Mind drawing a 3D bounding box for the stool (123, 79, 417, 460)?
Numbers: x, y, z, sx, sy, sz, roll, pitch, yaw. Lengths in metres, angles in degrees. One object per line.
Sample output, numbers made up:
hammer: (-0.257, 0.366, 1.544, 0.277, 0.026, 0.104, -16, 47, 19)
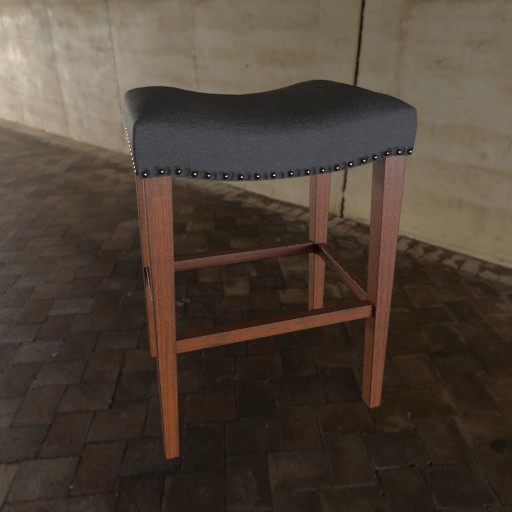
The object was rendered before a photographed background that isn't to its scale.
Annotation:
stool: (0.000, 0.000, 0.853, 0.439, 0.612, 0.320, -8, 29, -15)
